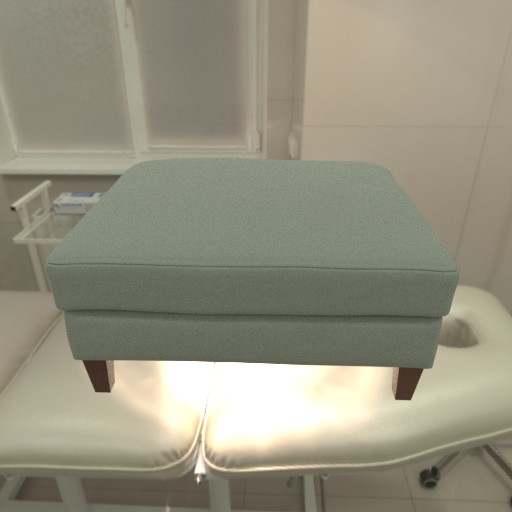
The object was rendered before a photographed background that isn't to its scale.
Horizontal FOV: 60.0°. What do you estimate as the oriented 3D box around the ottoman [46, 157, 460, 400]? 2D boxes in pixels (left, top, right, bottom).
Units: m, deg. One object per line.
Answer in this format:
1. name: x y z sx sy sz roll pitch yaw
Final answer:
1. ottoman: 0.000 0.000 1.472 0.991 0.494 0.842 1 28 2
